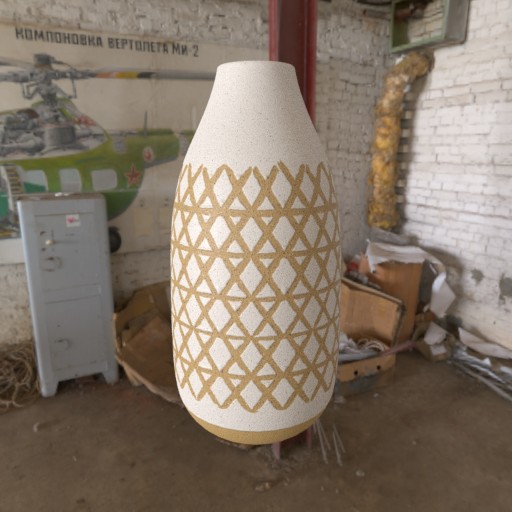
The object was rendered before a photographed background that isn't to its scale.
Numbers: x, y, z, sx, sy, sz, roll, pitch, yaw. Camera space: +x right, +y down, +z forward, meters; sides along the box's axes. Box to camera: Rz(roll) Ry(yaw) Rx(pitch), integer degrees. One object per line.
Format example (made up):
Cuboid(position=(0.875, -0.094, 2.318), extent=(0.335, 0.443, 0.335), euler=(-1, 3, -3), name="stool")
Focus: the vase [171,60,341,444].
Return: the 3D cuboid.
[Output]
Cuboid(position=(0.000, 0.000, 0.479), extent=(0.186, 0.380, 0.186), euler=(0, 14, 0), name="vase")
